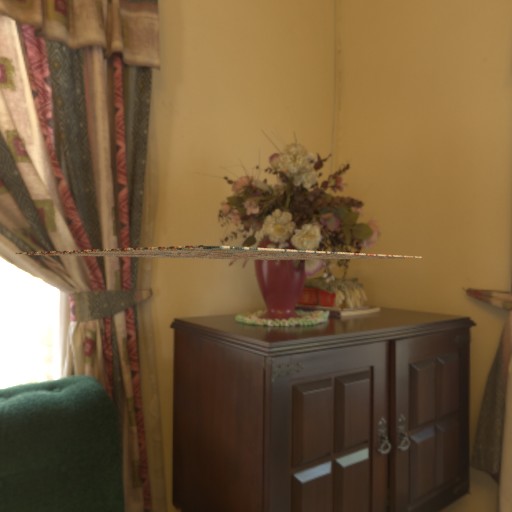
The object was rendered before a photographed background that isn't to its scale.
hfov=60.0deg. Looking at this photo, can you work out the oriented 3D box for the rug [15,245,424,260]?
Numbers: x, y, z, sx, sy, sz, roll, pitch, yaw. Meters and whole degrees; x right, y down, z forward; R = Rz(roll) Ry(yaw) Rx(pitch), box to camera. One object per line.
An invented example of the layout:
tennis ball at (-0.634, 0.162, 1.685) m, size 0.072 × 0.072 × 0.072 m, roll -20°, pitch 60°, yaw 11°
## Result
rug at (0.000, 0.000, 3.105) m, size 1.523 × 0.010 × 2.584 m, roll -1°, pitch -2°, yaw 38°
